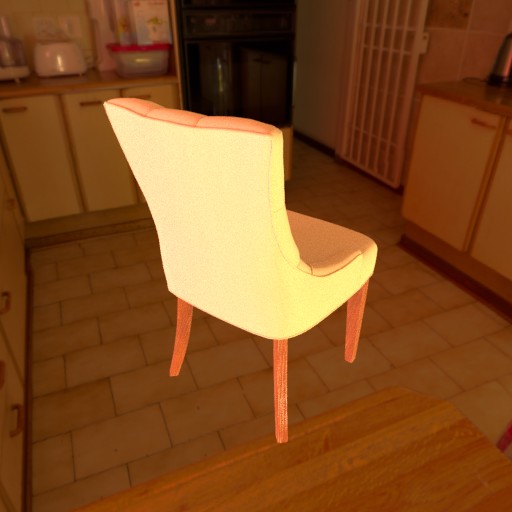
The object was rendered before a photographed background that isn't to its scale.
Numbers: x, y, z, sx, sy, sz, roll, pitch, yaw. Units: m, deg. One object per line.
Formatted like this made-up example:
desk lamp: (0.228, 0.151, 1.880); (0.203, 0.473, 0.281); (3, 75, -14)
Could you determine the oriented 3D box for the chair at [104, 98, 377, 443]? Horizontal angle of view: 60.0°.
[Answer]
chair: (0.000, 0.000, 1.224); (0.509, 0.874, 0.565); (21, 36, 30)
